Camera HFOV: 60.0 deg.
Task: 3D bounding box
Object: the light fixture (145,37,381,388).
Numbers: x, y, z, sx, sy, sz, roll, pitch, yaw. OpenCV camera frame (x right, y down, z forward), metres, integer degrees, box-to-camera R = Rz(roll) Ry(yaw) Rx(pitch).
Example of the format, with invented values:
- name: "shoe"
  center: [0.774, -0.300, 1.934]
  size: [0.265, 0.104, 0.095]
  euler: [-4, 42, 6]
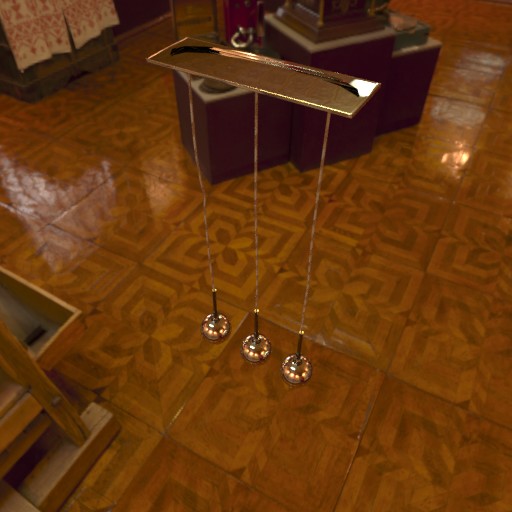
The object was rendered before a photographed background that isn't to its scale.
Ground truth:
- name: "light fixture"
  center: [0.000, 0.000, 1.676]
  size: [0.623, 1.408, 0.188]
  euler: [23, 50, 21]
